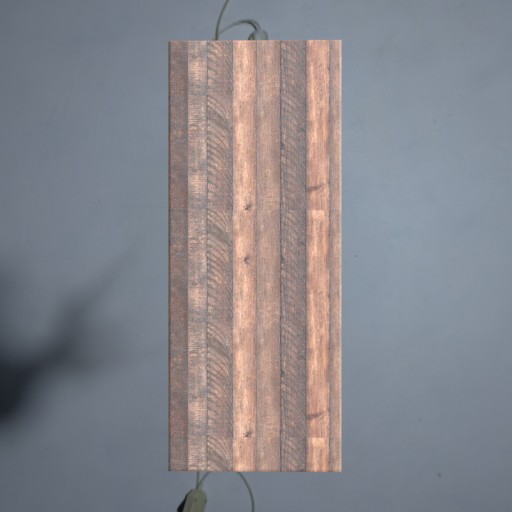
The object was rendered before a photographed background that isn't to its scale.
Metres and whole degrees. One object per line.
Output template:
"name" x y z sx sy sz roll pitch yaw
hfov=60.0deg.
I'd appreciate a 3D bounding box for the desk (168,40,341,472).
"desk" 0.000 0.000 1.958 0.617 0.753 1.538 0 90 1
